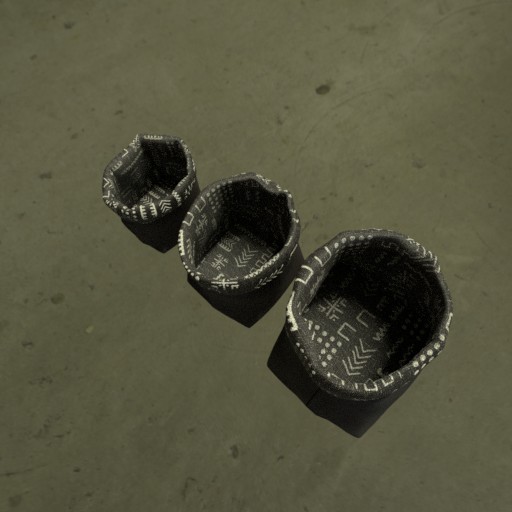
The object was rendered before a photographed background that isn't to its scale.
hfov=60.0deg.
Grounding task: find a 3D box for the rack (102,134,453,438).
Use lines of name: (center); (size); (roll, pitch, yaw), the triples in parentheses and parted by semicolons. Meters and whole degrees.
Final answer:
rack: (0.000, 0.000, 1.064); (0.905, 0.323, 0.379); (35, 69, 15)
